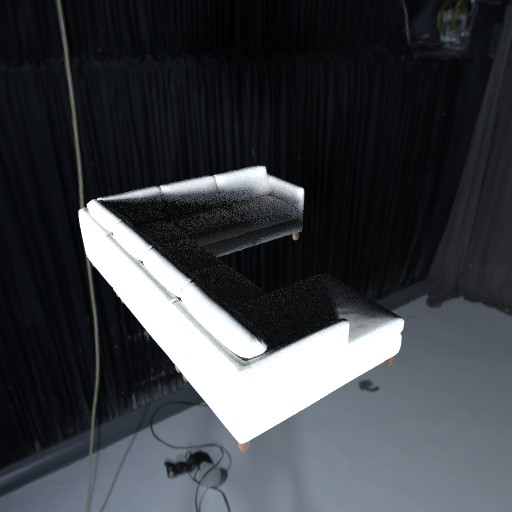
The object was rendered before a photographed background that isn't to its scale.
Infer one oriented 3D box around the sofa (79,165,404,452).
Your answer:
[{"bbox_3d":[0.000,0.000,4.461,2.551,0.853,3.238,-18,32,-31],"label":"sofa"}]
